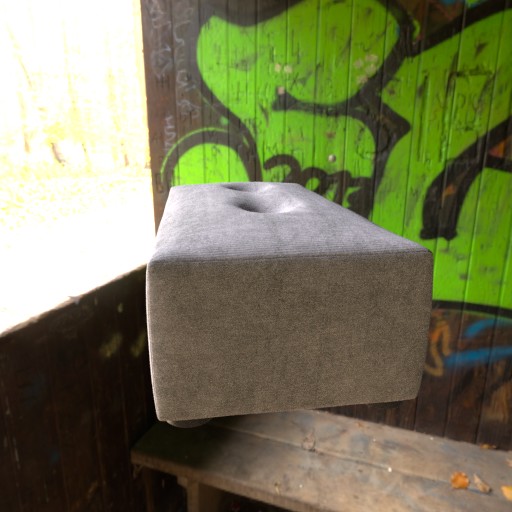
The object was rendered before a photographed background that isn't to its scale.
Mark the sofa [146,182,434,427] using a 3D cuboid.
[{"bbox_3d":[0.000,0.000,1.153,0.480,0.330,0.930,-2,16,-8],"label":"sofa"}]
